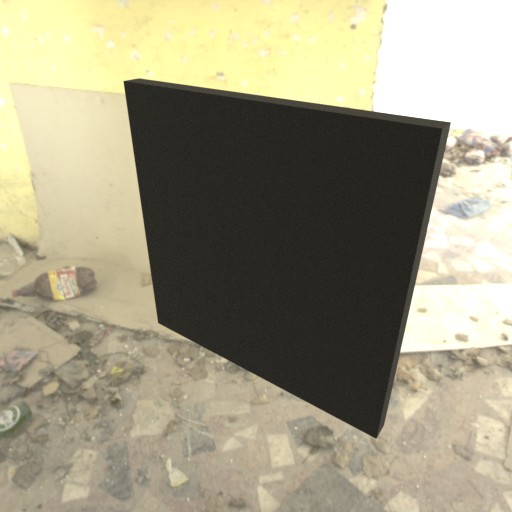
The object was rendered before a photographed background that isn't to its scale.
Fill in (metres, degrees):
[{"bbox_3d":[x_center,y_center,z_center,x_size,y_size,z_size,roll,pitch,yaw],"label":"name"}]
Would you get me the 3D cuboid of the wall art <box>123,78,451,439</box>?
[{"bbox_3d":[0.000,0.000,0.668,0.462,0.458,0.030,20,36,30],"label":"wall art"}]
